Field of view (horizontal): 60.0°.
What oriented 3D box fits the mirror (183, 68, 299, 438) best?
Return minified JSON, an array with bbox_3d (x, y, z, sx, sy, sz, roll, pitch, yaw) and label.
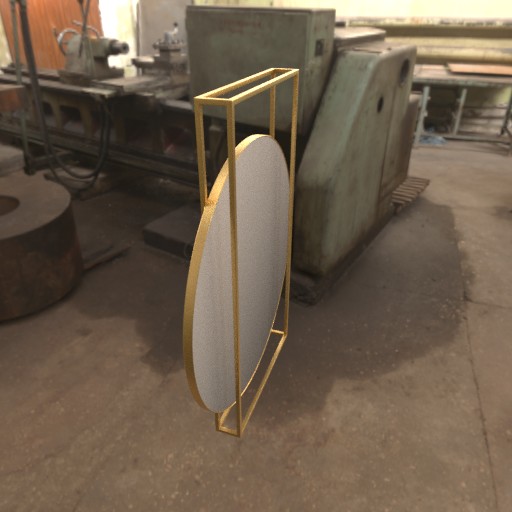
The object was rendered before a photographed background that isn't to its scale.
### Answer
[{"bbox_3d":[0.000,0.000,0.813,0.051,0.603,0.508,10,31,17],"label":"mirror"}]
